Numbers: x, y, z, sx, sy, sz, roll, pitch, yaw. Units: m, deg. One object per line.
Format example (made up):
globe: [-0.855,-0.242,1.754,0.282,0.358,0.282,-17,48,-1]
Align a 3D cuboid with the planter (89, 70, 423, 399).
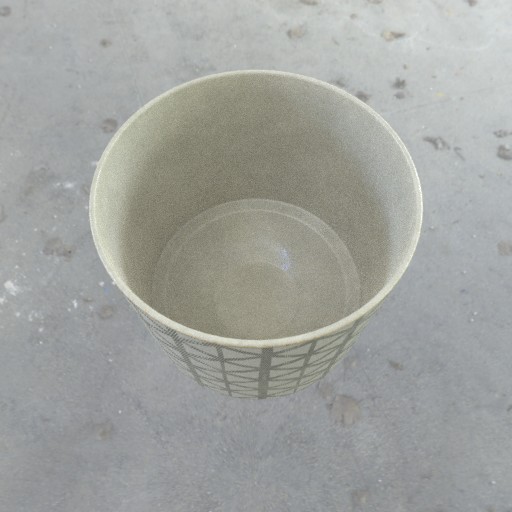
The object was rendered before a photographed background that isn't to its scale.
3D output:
planter: [0.000,0.000,0.441,0.250,0.239,0.250,0,63,0]
